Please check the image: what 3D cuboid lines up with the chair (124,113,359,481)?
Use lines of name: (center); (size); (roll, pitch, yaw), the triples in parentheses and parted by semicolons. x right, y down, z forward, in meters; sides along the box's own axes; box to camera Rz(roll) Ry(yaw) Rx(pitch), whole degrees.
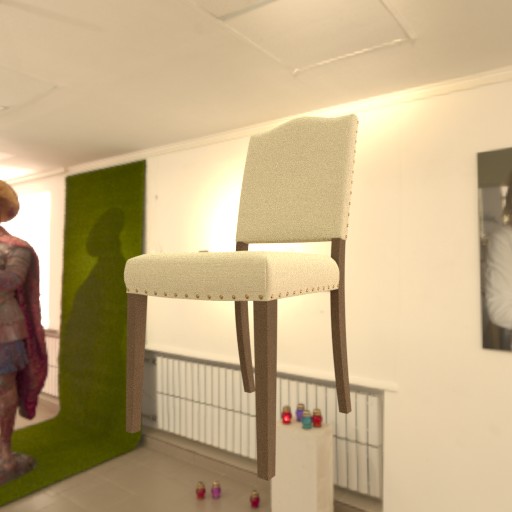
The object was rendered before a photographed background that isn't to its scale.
chair: (0.000, 0.000, 1.382); (0.508, 1.015, 0.619); (-1, -1, 36)
